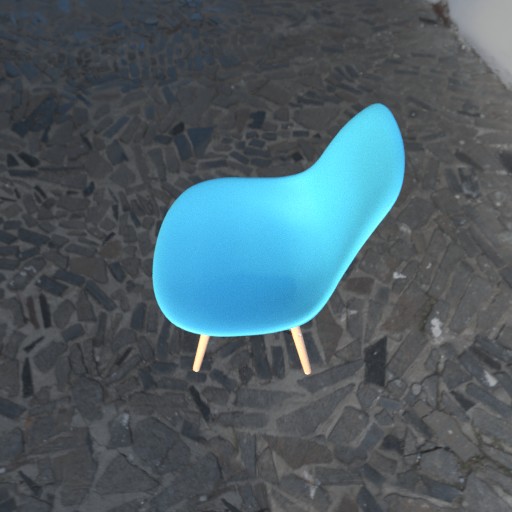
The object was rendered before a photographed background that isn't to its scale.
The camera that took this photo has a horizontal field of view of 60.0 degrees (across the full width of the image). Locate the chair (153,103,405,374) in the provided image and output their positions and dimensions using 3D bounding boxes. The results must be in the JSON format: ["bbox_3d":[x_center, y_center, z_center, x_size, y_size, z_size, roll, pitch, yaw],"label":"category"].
[{"bbox_3d":[0.000,0.000,1.157,0.531,0.826,0.470,1,59,0],"label":"chair"}]
